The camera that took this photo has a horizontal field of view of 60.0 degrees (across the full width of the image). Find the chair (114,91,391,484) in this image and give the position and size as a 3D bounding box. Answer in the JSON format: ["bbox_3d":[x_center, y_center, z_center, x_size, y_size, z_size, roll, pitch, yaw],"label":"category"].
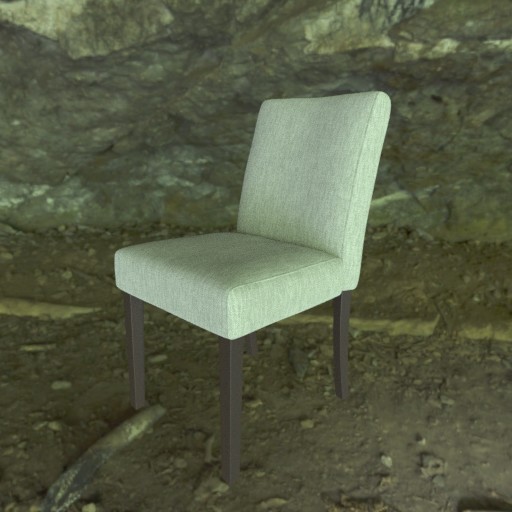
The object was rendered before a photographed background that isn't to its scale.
[{"bbox_3d":[0.000,0.000,1.248,0.487,0.884,0.629,14,21,43],"label":"chair"}]
